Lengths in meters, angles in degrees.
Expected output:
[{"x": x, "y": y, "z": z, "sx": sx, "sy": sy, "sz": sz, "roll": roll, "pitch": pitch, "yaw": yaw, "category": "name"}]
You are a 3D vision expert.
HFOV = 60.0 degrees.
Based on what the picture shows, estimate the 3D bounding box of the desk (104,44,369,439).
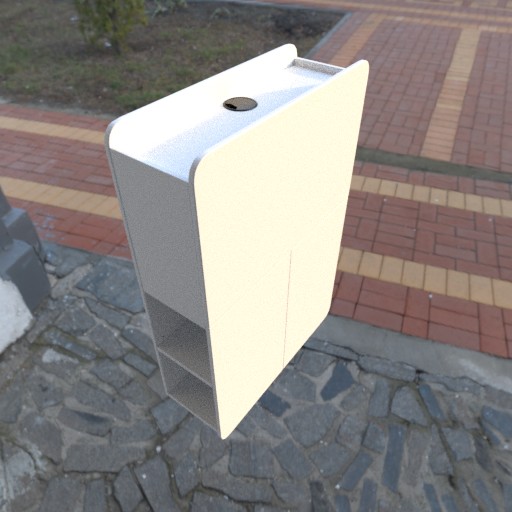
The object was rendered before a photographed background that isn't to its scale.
[{"x": 0.000, "y": 0.000, "z": 1.555, "sx": 0.278, "sy": 1.190, "sz": 0.795, "roll": 26, "pitch": 48, "yaw": 27, "category": "desk"}]
